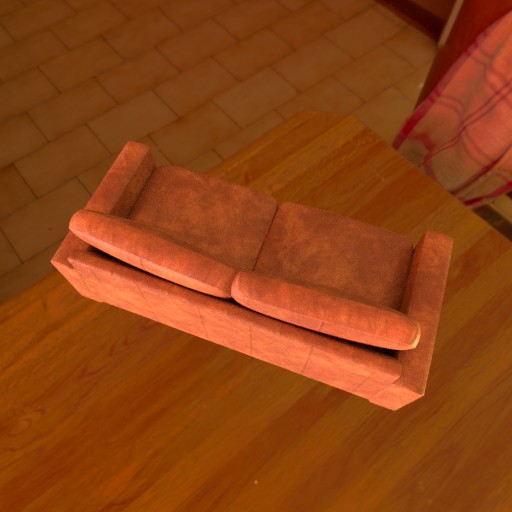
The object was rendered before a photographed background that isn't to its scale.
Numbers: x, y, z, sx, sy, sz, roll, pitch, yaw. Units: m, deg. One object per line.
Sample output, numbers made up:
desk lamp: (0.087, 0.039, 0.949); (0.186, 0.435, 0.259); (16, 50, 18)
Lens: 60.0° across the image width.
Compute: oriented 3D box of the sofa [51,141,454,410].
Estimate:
sofa: (0.000, 0.000, 2.714); (2.179, 0.873, 1.016); (18, 64, 9)
